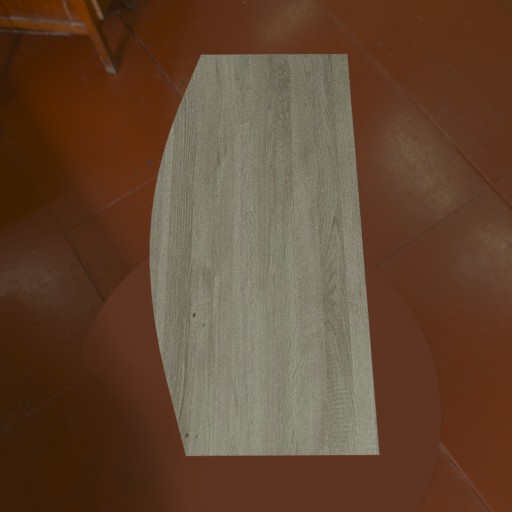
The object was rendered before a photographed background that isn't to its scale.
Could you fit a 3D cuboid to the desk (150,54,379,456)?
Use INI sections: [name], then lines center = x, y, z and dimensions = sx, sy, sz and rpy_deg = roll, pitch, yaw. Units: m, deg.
[desk]
center = 0.000, 0.000, 2.049
dimensions = 0.802, 0.752, 1.600
rpy_deg = 0, 73, 0
